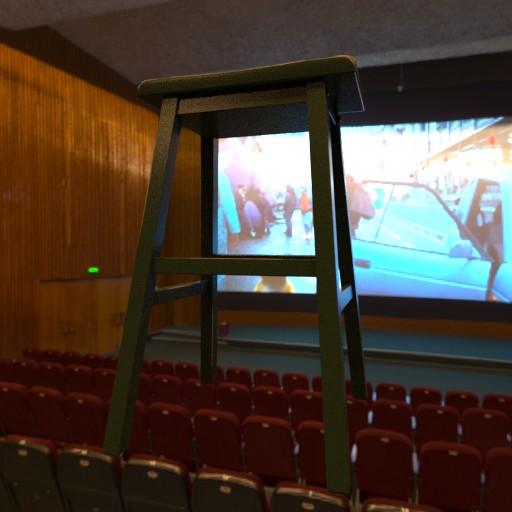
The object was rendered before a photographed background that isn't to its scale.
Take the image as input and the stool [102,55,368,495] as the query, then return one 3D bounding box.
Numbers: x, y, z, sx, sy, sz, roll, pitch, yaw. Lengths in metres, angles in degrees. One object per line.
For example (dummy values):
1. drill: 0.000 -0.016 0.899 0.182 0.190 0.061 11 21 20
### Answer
1. stool: 0.000 0.000 0.982 0.457 0.737 0.476 1 2 18
